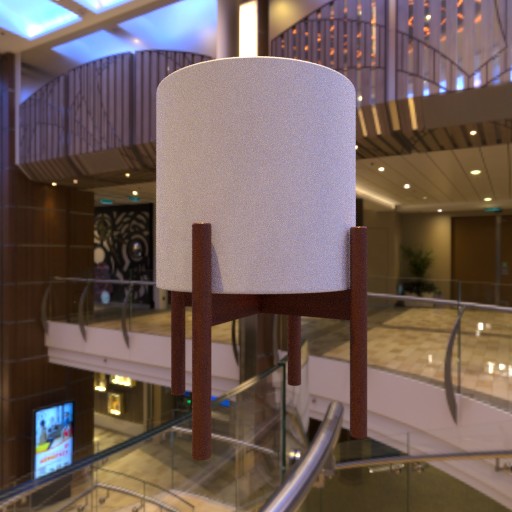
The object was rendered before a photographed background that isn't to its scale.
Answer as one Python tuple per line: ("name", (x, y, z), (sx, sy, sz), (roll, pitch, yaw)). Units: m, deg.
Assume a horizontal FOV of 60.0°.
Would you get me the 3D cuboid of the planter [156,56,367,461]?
("planter", (0.000, 0.000, 0.951), (0.417, 0.670, 0.417), (0, 0, -16))
